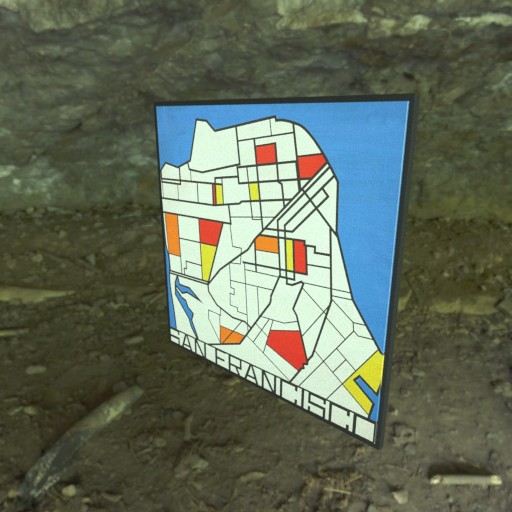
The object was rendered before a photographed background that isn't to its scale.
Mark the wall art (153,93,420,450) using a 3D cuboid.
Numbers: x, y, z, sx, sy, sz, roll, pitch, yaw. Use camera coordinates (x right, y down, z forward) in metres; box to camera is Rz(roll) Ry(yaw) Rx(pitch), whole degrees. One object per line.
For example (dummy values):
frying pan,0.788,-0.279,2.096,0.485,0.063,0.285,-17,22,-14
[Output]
wall art,0.000,0.000,0.683,0.458,0.457,0.013,15,23,39
